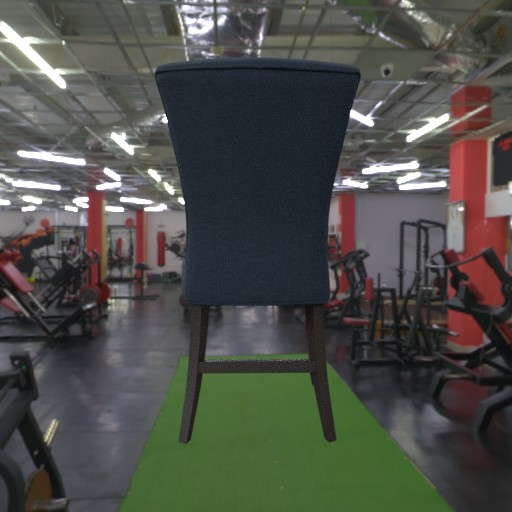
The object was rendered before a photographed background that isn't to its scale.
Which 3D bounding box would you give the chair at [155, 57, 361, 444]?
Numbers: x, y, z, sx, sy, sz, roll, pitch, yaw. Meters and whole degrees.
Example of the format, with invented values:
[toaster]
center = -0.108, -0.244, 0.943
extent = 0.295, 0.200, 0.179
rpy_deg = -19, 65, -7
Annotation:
[chair]
center = 0.000, 0.000, 1.377
extent = 0.520, 0.991, 0.660
rpy_deg = 0, 1, -1
